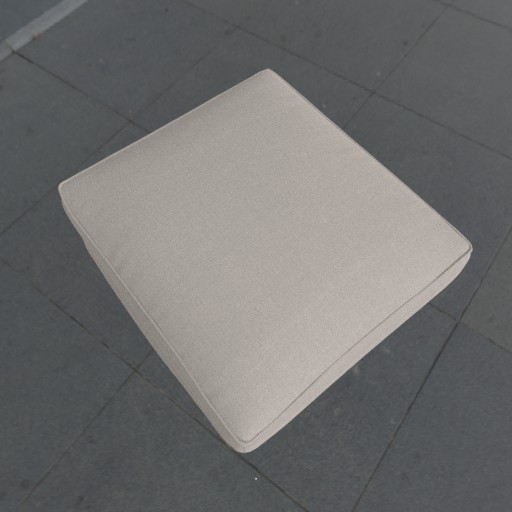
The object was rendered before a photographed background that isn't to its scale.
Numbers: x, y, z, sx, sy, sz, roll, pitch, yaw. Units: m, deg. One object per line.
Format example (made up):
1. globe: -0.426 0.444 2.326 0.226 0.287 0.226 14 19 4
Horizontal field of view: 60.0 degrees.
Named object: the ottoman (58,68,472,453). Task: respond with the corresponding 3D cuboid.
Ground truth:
1. ottoman: 0.000 0.000 1.119 0.662 0.505 0.716 -35 69 -16
